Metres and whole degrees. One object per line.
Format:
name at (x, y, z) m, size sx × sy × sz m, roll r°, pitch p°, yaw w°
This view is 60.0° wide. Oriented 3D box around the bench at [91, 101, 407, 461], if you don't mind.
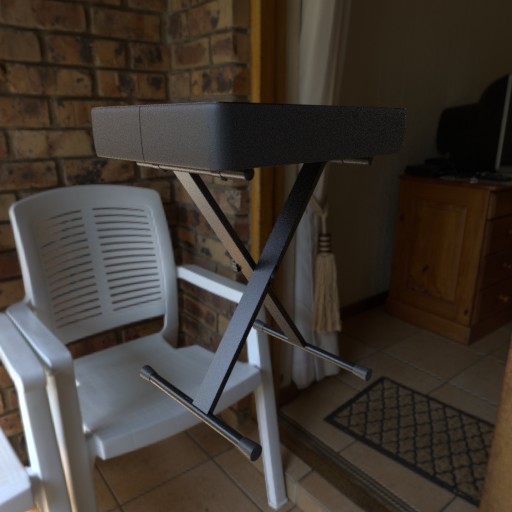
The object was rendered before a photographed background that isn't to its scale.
bench at (0.000, 0.000, 0.789) m, size 0.424 × 0.500 × 0.321 m, roll -16°, pitch 23°, yaw -42°
